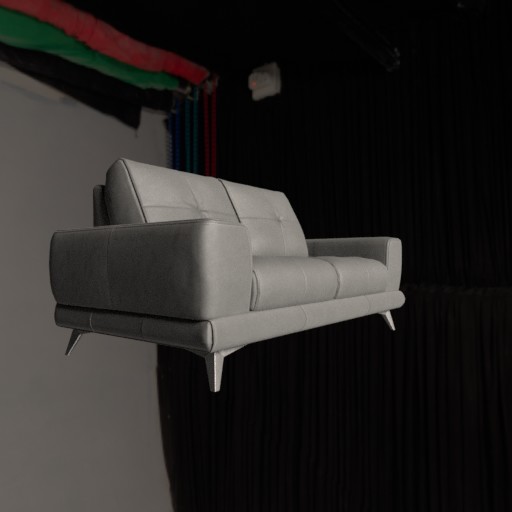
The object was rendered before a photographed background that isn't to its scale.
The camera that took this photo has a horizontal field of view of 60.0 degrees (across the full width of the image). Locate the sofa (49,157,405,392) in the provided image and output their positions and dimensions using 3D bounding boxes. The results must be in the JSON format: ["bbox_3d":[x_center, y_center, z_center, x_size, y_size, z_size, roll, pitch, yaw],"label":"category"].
[{"bbox_3d":[0.000,0.000,2.381,1.018,0.907,1.806,0,-1,38],"label":"sofa"}]
